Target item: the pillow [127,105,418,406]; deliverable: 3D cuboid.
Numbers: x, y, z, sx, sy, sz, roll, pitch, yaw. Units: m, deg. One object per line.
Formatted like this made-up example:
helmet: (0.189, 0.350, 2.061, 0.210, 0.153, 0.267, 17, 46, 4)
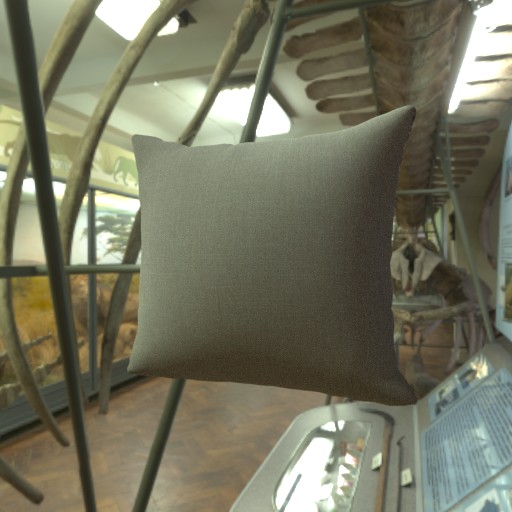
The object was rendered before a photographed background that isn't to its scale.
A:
pillow: (0.000, 0.000, 0.799, 0.546, 0.487, 0.180, 0, 0, 19)
